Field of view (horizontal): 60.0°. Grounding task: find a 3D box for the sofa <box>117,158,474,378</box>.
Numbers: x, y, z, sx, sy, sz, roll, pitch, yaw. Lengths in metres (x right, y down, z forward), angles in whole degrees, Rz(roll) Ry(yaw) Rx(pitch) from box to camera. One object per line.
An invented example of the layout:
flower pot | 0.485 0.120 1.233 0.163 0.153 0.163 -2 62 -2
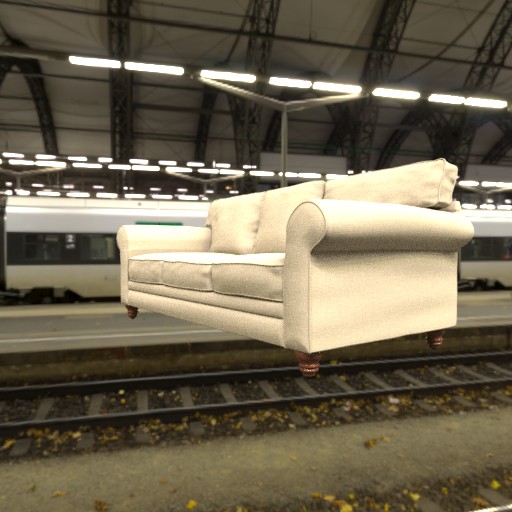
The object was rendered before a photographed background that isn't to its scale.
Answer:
sofa | 0.000 0.000 2.612 0.998 0.889 2.118 0 1 -36
